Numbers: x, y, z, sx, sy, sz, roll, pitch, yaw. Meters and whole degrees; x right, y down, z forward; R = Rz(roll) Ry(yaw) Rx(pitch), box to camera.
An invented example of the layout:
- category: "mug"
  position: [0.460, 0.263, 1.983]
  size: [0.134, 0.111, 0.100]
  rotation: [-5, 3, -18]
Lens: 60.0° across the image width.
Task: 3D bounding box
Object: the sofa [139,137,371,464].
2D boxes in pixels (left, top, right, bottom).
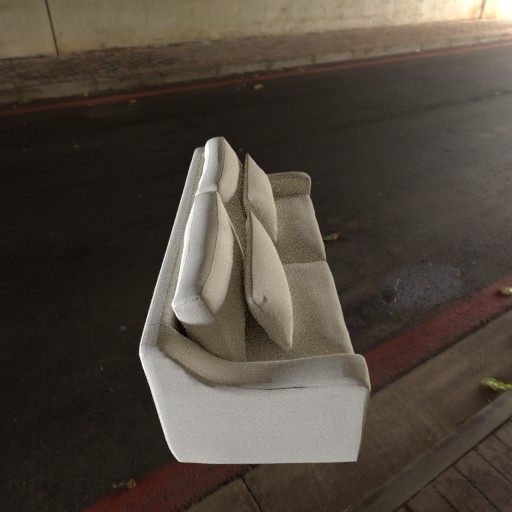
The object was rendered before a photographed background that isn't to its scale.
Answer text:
- category: "sofa"
  position: [0.000, 0.000, 3.008]
  size: [1.009, 1.022, 2.470]
  rotation: [-1, 33, -1]
